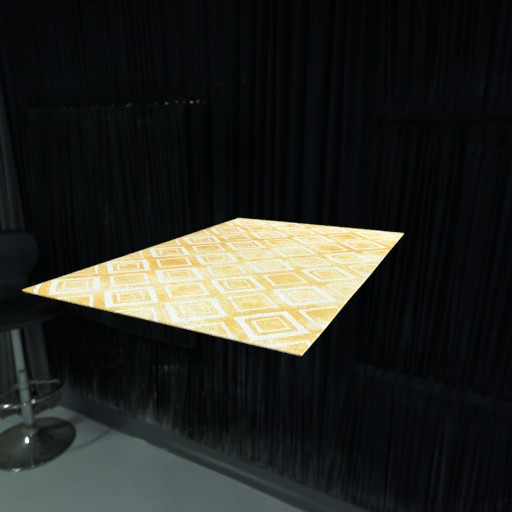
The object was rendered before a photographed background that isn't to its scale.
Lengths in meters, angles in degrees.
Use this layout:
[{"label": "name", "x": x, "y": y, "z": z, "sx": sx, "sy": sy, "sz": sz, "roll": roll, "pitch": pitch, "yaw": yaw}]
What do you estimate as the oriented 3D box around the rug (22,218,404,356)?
[{"label": "rug", "x": 0.000, "y": 0.000, "z": 2.318, "sx": 1.213, "sy": 0.010, "sz": 1.829, "roll": 7, "pitch": 17, "yaw": 26}]
